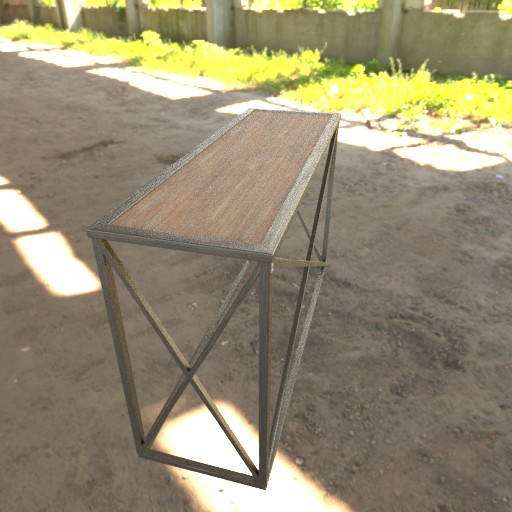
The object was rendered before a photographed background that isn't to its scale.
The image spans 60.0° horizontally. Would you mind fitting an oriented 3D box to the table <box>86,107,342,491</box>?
[{"bbox_3d":[0.000,0.000,1.572,0.402,0.753,1.216,8,31,13],"label":"table"}]
